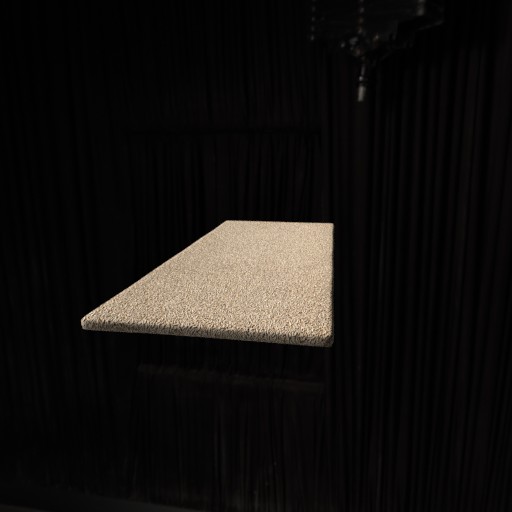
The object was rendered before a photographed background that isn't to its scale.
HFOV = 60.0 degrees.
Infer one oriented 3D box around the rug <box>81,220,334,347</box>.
[{"bbox_3d":[0.000,0.000,1.755,0.609,0.030,1.524,2,14,9],"label":"rug"}]
